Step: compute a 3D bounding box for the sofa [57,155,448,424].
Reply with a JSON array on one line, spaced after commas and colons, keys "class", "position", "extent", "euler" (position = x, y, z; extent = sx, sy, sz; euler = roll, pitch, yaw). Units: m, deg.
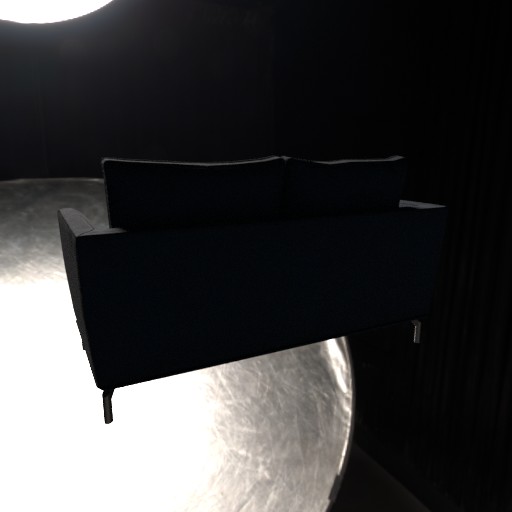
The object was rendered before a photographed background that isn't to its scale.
[{"class": "sofa", "position": [0.000, 0.000, 2.263], "extent": [1.770, 1.002, 0.853], "euler": [-7, 15, -26]}]
